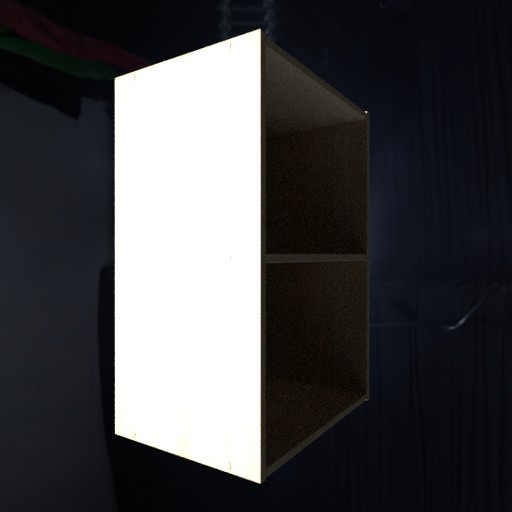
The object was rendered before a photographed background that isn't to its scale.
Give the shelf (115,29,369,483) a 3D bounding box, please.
[{"bbox_3d":[0.000,0.000,0.827,0.290,0.592,0.414,0,0,34],"label":"shelf"}]
